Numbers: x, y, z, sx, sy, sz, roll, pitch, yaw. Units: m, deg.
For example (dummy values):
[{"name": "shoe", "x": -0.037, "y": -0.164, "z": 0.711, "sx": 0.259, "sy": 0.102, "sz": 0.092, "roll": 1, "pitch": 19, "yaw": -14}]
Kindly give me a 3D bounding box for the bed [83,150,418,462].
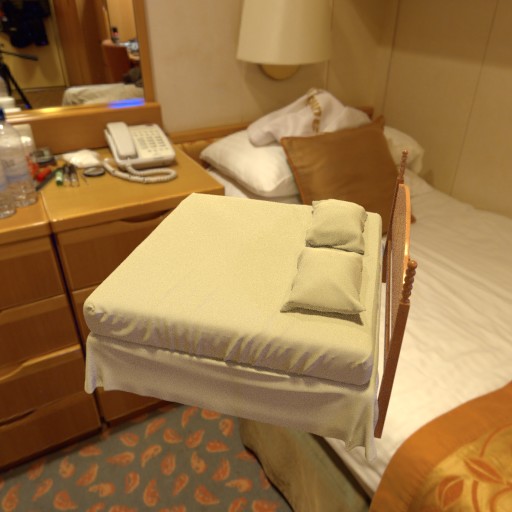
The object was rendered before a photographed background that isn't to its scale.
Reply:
[{"name": "bed", "x": 0.000, "y": 0.000, "z": 3.588, "sx": 2.219, "sy": 1.355, "sz": 2.322, "roll": 8, "pitch": 32, "yaw": 13}]
